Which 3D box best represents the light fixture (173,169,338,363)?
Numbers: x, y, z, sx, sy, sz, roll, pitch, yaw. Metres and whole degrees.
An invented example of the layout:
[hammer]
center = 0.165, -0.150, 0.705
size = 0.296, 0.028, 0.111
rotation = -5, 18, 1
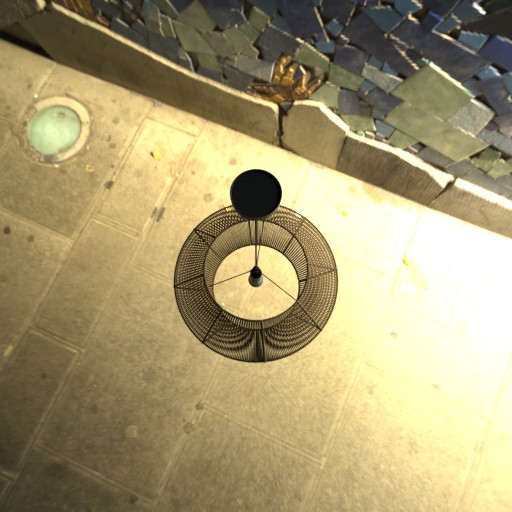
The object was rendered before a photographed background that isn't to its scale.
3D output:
[light fixture]
center = 0.000, 0.000, 1.391
size = 0.643, 1.009, 0.643
rotation = 0, 75, 0
